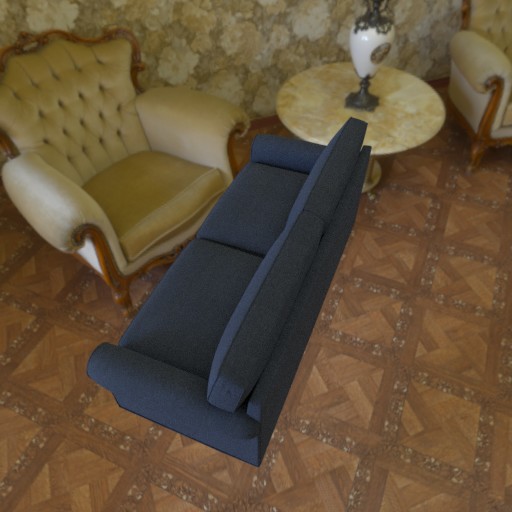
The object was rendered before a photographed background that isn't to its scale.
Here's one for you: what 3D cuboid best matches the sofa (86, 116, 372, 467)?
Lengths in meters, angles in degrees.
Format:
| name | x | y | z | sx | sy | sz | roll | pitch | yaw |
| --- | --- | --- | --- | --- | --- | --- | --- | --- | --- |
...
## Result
| name | x | y | z | sx | sy | sz | roll | pitch | yaw |
| --- | --- | --- | --- | --- | --- | --- | --- | --- | --- |
| sofa | 0.000 | 0.000 | 2.939 | 0.954 | 1.026 | 2.391 | 17 | 50 | 15 |
